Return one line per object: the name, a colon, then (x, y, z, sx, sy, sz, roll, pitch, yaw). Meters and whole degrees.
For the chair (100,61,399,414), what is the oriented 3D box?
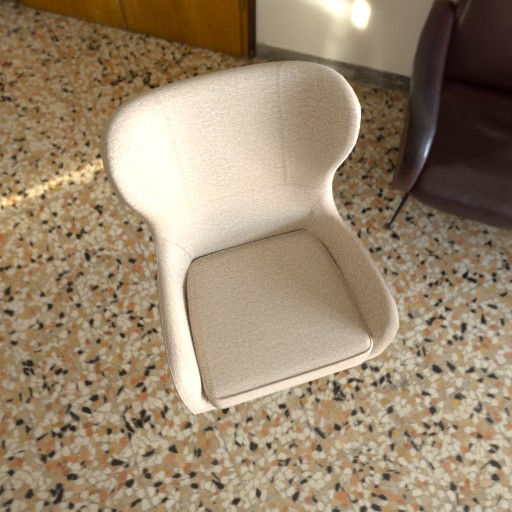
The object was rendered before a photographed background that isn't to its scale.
chair: (0.000, 0.000, 1.766, 0.861, 1.064, 0.984, -16, 65, -8)
